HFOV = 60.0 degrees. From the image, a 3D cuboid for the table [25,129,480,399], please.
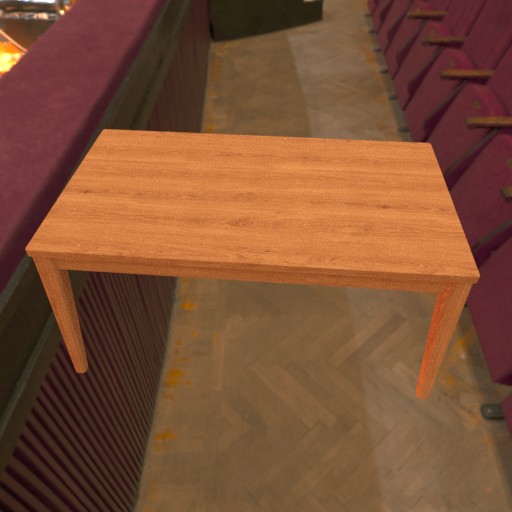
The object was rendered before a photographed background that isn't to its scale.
[{"bbox_3d":[0.000,0.000,2.052,1.600,0.760,0.900,3,45,3],"label":"table"}]
